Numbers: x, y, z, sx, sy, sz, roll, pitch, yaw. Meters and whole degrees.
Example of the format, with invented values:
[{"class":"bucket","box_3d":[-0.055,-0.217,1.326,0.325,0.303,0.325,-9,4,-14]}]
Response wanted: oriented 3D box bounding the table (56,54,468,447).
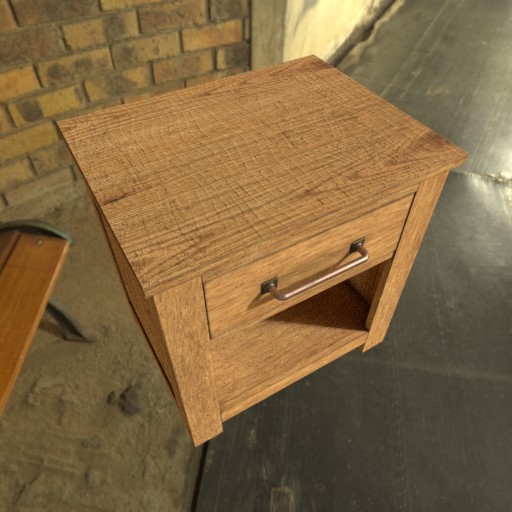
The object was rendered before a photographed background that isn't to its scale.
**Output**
[{"class":"table","box_3d":[0.000,0.000,1.033,0.601,0.625,0.494,-23,51,-20]}]
